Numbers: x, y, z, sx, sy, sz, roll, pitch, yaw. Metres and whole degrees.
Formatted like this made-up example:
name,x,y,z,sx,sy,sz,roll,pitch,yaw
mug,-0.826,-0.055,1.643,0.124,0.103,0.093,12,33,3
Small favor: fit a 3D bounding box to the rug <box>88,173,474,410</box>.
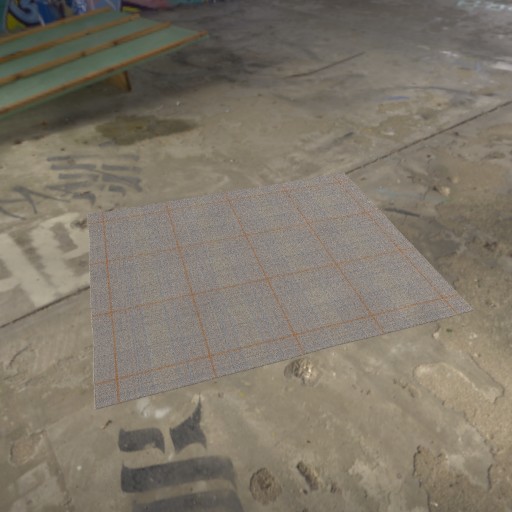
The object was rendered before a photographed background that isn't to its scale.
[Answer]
name,x,y,z,sx,sy,sz,roll,pitch,yaw
rug,0.000,0.000,4.242,3.051,0.021,2.448,-11,41,-13
